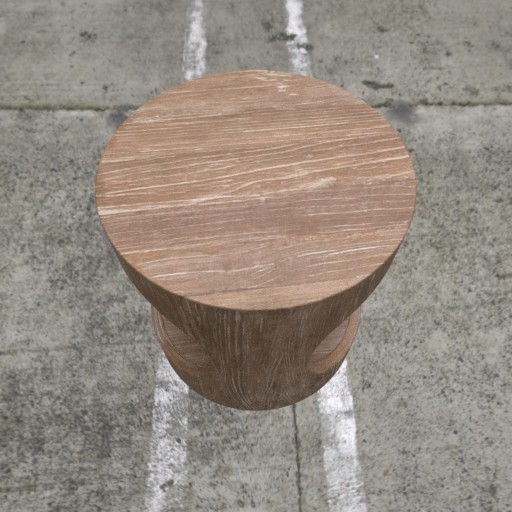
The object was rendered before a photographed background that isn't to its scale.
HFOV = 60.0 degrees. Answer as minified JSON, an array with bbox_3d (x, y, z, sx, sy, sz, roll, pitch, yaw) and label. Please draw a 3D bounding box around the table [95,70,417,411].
[{"bbox_3d":[0.000,0.000,0.970,0.527,0.551,0.527,0,57,0],"label":"table"}]
